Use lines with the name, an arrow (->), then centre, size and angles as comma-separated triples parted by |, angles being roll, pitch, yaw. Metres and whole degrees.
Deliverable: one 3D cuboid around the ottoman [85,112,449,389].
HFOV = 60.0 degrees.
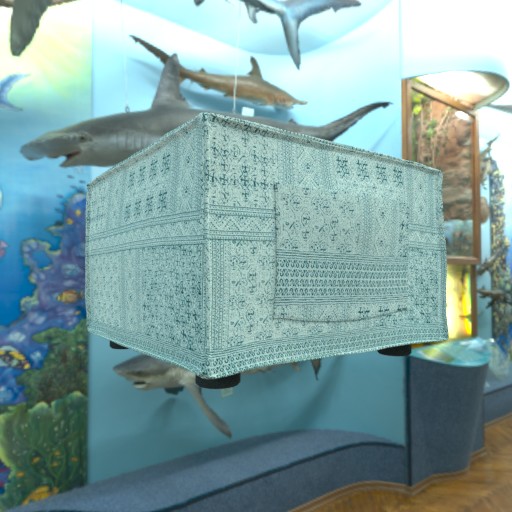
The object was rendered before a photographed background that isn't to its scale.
ottoman -> 0.000, 0.000, 1.037 | 0.617, 0.439, 0.626 | 1, -3, -36
